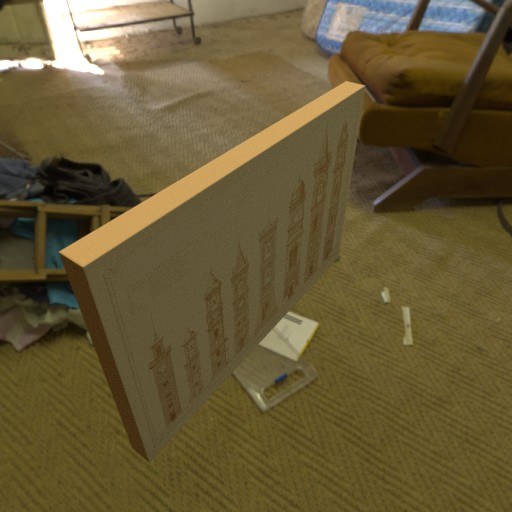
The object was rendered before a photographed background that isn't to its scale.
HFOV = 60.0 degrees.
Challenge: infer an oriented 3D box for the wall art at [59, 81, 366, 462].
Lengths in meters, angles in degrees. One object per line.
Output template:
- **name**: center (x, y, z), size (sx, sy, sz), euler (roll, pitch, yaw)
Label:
- **wall art**: center (0.000, 0.000, 0.752), size (0.039, 0.407, 0.609), euler (26, 47, 27)
